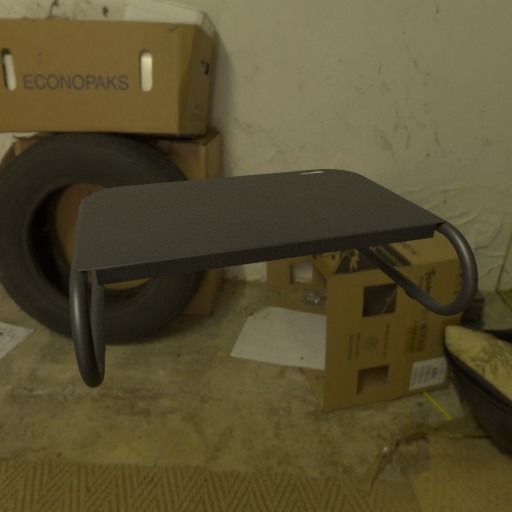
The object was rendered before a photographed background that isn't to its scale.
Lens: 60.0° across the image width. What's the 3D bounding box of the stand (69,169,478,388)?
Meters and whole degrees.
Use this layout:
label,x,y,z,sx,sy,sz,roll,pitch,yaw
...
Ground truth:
label,x,y,z,sx,sy,sz,roll,pitch,yaw
stand,0.000,0.000,0.501,0.370,0.108,0.280,-8,28,-15
